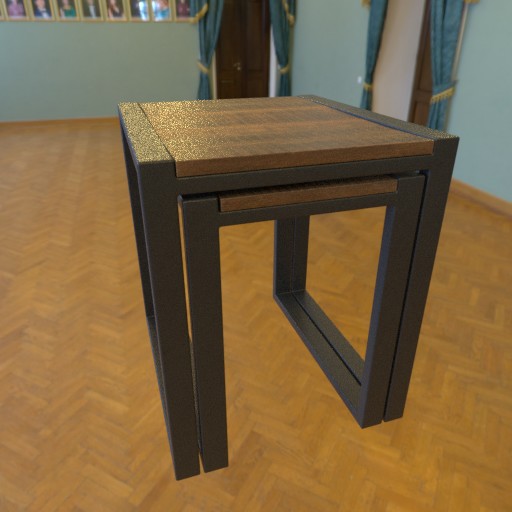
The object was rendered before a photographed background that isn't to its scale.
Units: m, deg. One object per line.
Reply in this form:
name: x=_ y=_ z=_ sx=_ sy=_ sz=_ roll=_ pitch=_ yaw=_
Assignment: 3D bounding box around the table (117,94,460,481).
table: x=0.000 y=0.000 z=0.902 sx=0.449 sy=0.550 sz=0.500 roll=-8 pitch=28 yaw=-16
